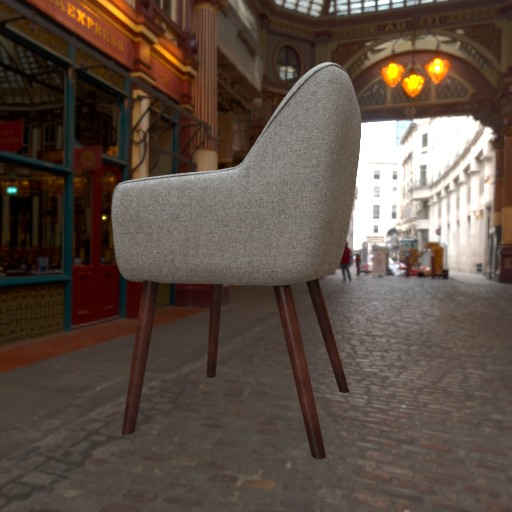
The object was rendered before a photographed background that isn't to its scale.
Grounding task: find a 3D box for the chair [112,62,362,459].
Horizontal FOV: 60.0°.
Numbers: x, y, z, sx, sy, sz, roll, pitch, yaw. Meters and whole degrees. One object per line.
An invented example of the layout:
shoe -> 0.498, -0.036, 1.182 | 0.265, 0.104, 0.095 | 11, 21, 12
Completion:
chair -> 0.000, 0.000, 1.160 | 0.519, 0.803, 0.543 | 0, 1, 18
